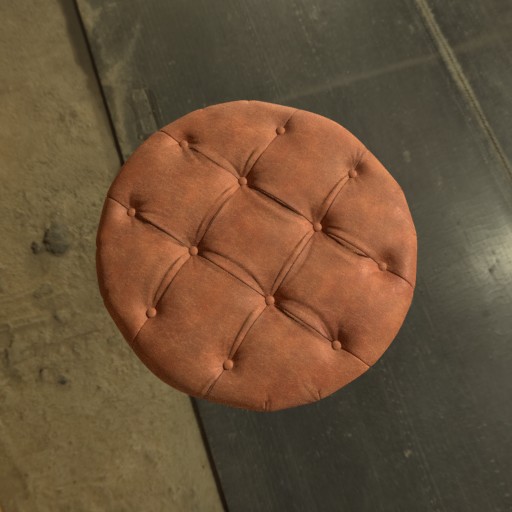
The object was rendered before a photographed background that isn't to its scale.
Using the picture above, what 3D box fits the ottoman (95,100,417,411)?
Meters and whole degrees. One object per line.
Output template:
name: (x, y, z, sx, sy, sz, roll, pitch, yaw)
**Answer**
ottoman: (0.000, 0.000, 1.384, 0.901, 0.444, 0.901, 0, 76, 0)
